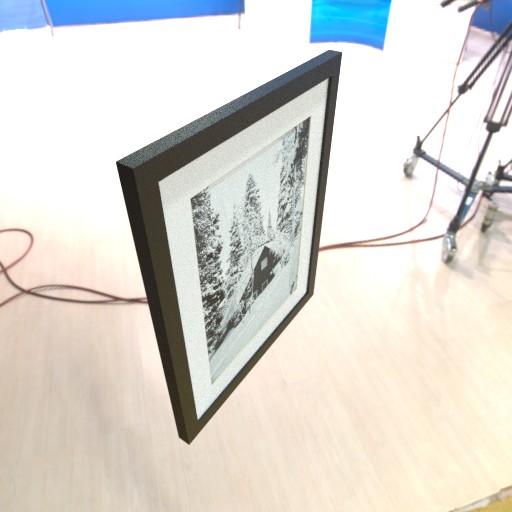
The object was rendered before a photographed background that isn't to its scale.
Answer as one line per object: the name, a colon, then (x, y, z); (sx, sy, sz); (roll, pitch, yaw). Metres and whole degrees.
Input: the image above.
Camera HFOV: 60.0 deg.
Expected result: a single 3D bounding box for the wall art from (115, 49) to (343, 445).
wall art: (0.000, 0.000, 0.541); (0.018, 0.397, 0.325); (24, 46, 26)
